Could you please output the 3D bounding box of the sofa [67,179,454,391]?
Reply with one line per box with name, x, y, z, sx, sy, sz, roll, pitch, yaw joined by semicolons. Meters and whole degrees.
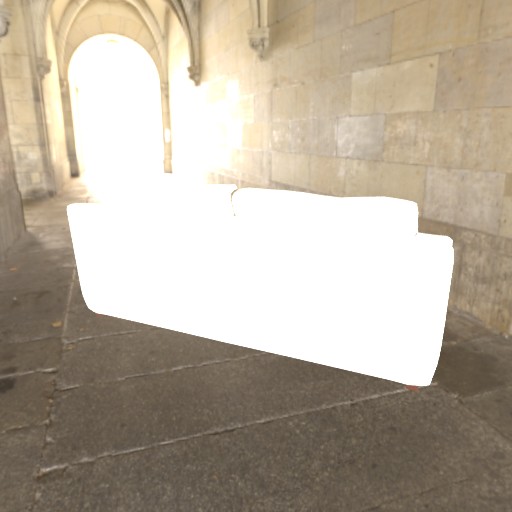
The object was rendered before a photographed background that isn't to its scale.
sofa;0.000;0.000;3.058;2.470;1.022;1.009;7;17;25
